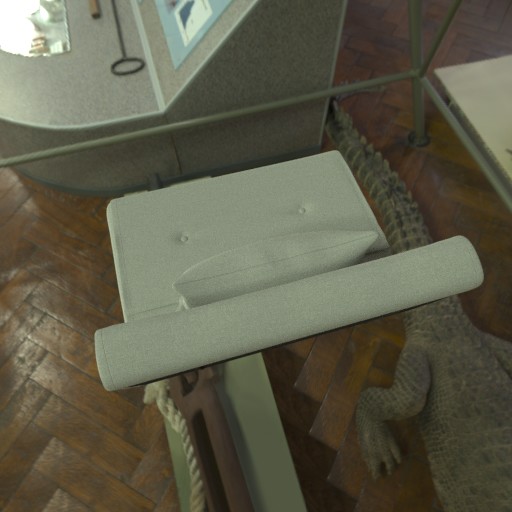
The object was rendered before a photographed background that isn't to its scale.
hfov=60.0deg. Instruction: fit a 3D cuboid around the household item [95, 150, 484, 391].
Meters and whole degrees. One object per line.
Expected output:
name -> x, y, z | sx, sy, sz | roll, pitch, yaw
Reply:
household item -> 0.000, 0.000, 1.584 | 1.000, 0.800, 0.874 | -14, 61, -8
